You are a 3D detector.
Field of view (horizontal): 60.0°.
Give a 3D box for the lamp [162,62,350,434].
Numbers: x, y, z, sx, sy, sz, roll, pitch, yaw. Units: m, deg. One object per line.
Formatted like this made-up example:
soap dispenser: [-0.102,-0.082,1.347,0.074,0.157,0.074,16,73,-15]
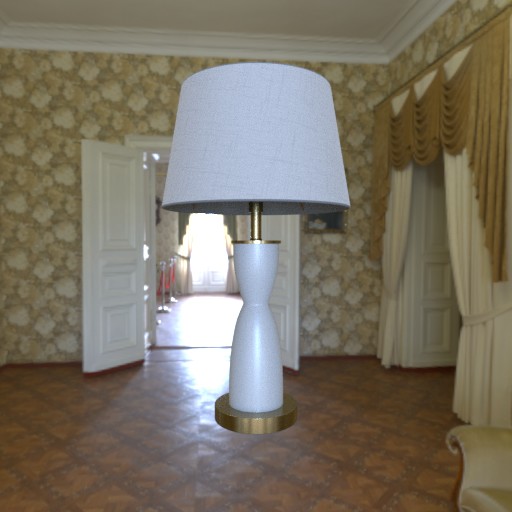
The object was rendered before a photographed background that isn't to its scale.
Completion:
lamp: [0.000,0.000,0.743,0.309,0.545,0.309,0,2,0]
